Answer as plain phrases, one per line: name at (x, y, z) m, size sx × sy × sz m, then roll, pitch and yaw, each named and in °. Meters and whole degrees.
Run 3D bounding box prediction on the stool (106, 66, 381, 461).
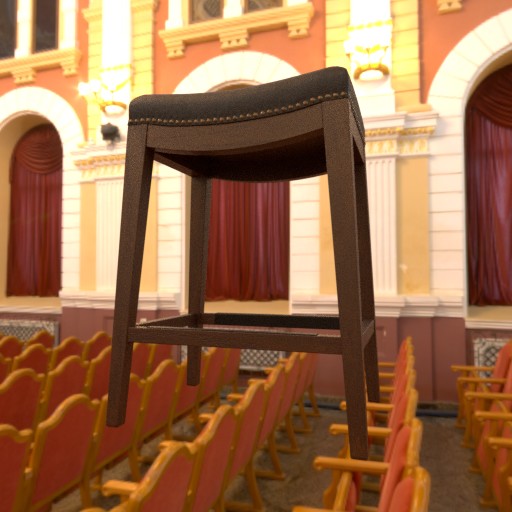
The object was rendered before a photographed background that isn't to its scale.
stool at (0.000, 0.000, 0.953) m, size 0.490 × 0.664 × 0.353 m, roll -1°, pitch -2°, yaw 19°
